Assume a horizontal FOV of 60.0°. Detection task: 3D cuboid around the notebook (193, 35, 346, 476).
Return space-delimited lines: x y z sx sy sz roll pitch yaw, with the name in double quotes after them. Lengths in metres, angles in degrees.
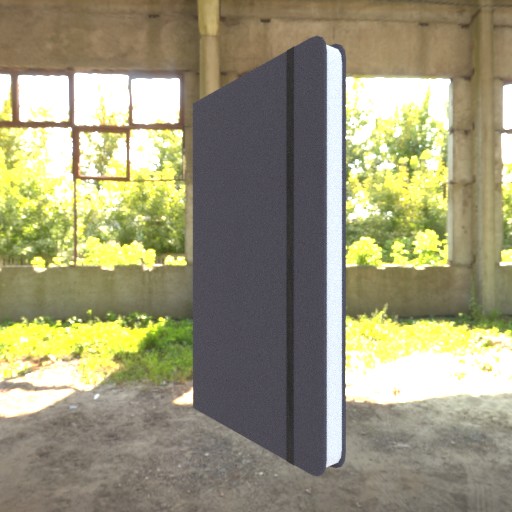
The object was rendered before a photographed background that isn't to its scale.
0.000 0.000 0.263 0.016 0.213 0.127 0 0 -37 "notebook"
